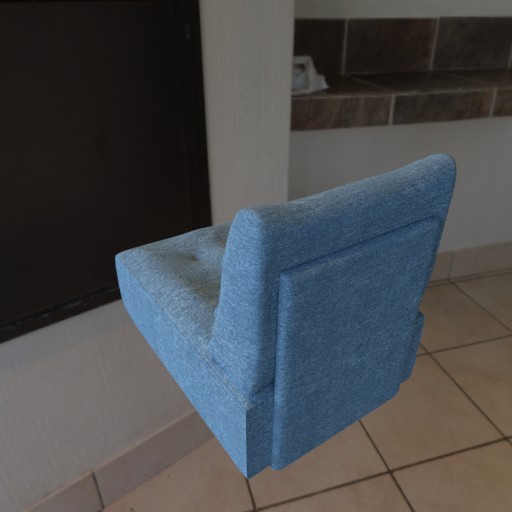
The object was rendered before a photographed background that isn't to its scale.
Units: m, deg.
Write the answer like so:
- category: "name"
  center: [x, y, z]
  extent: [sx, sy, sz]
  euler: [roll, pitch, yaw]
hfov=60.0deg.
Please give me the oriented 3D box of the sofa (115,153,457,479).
- category: "sofa"
  center: [0.000, 0.000, 1.536]
  extent: [0.700, 0.820, 1.000]
  euler: [-19, 34, -30]
